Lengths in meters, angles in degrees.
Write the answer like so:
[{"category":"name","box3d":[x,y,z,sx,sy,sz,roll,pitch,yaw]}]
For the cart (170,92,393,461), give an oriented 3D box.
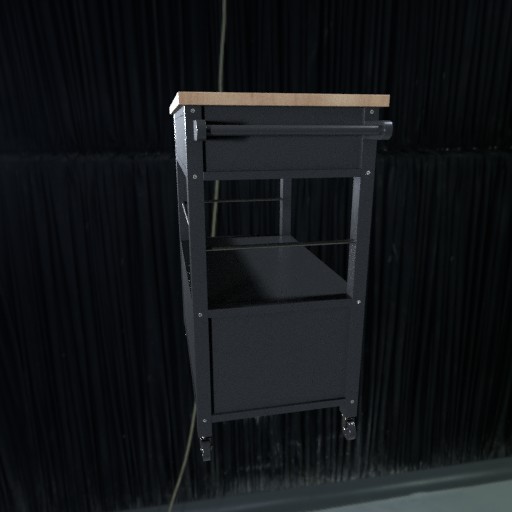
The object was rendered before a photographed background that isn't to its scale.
[{"category":"cart","box3d":[0.000,0.000,1.371,0.459,0.901,0.840,-3,17,-11]}]
